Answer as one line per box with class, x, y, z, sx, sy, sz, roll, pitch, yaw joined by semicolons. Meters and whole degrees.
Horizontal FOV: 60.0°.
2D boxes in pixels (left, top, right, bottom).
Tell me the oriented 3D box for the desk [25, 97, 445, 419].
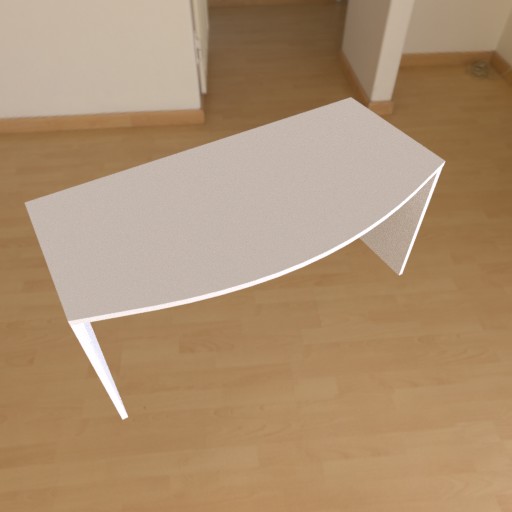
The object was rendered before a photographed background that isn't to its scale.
desk;0.000;0.000;2.028;1.600;0.750;0.802;-24;52;-20
